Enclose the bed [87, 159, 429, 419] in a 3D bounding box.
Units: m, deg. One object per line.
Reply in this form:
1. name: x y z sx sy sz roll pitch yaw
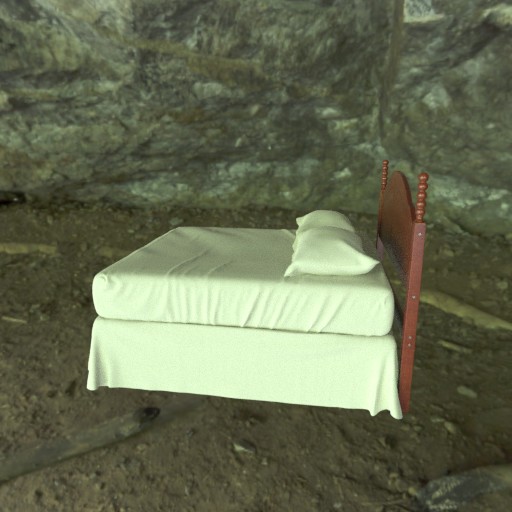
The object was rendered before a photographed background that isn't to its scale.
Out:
1. bed: 0.000 0.000 3.306 2.040 1.356 1.873 2 15 9
